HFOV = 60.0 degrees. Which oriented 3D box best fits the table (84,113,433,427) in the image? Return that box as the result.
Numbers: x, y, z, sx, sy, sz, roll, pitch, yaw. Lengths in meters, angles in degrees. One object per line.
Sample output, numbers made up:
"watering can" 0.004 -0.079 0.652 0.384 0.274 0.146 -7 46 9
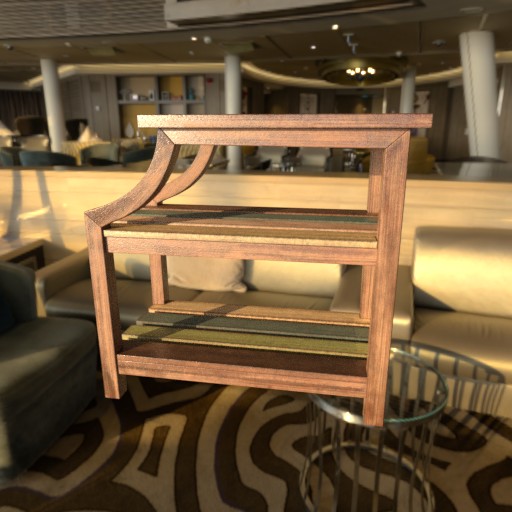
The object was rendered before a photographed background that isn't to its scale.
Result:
"table" 0.000 0.000 0.973 0.609 0.584 0.356 3 16 10
